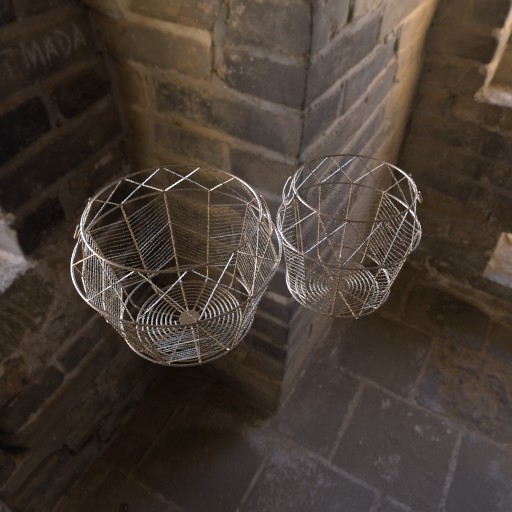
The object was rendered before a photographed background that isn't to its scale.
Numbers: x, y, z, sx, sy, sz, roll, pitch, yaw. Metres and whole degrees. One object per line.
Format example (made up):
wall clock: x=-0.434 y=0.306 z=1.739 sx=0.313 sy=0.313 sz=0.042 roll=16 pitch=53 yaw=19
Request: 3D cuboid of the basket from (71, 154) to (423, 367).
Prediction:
basket: x=0.000 y=0.000 z=1.059 sx=0.805 sy=0.343 sz=0.451 roll=-11 pitch=43 yaw=-12
